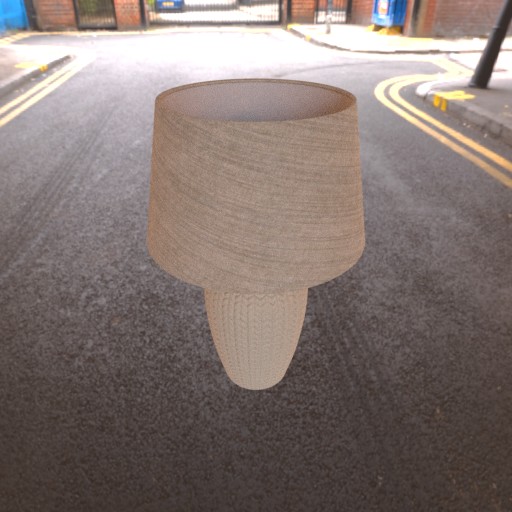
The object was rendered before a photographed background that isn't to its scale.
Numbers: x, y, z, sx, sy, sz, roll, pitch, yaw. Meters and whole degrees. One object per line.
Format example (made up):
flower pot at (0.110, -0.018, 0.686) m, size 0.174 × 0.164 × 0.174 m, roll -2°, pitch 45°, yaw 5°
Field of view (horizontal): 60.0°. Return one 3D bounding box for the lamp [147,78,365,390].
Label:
lamp at (0.000, 0.000, 0.837) m, size 0.390 × 0.580 × 0.390 m, roll 0°, pitch 31°, yaw 0°
